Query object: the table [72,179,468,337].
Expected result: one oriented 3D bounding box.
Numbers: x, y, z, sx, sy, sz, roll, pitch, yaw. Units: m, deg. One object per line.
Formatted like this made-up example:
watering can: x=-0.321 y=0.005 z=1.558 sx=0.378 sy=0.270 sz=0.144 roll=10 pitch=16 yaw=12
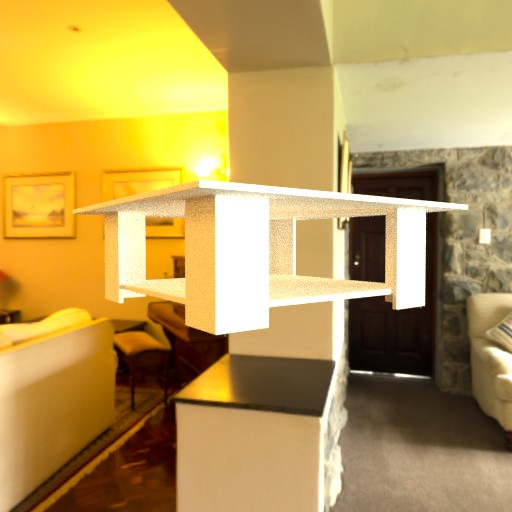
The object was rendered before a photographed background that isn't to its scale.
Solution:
table: x=0.000 y=0.000 z=1.402 sx=0.890 sy=0.305 sz=0.890 roll=-1 pitch=2 yaw=-36
